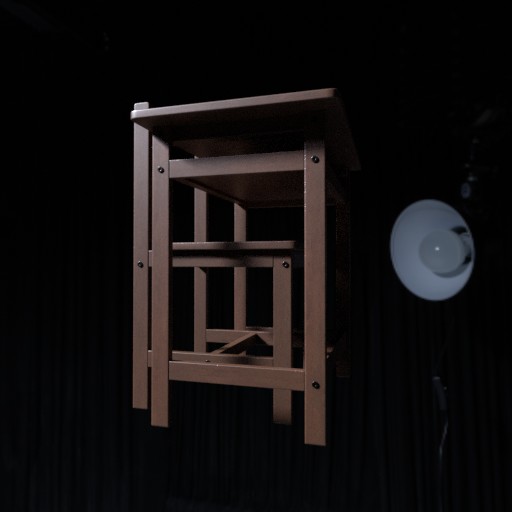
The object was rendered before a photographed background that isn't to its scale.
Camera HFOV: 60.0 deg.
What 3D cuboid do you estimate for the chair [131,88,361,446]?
[{"bbox_3d":[0.000,0.000,1.071,0.463,0.673,0.599,0,-1,17],"label":"chair"}]
